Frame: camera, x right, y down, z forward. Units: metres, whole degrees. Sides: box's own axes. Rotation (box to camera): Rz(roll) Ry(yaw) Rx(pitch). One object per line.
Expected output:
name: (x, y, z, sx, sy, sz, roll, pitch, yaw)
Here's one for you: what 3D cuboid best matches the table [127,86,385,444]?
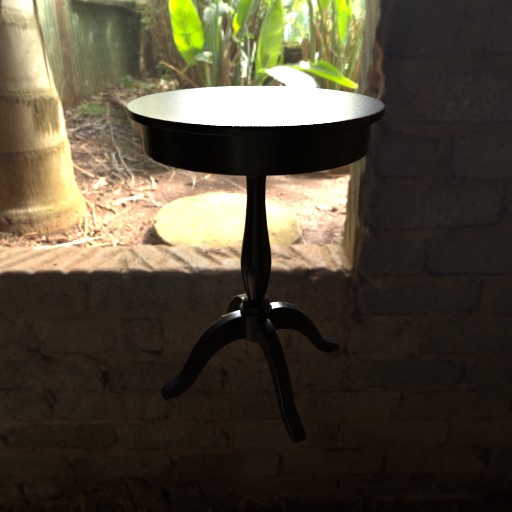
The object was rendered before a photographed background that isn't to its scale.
table: (0.000, 0.000, 0.994, 0.481, 0.665, 0.481, 0, 27, 0)
